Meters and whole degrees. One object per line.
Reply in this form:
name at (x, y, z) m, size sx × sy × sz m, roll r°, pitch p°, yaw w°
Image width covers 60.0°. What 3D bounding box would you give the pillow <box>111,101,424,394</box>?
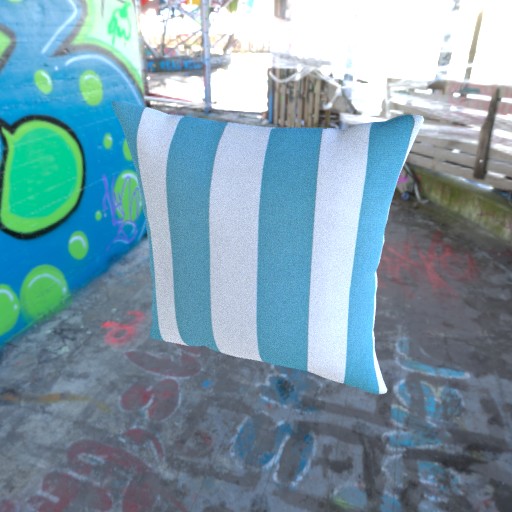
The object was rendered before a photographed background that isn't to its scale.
pillow at (0.000, 0.000, 0.817) m, size 0.536 × 0.526 × 0.189 m, roll 8°, pitch 28°, yaw 15°
